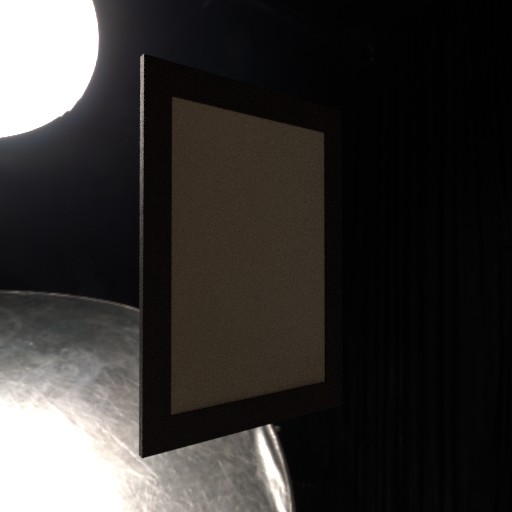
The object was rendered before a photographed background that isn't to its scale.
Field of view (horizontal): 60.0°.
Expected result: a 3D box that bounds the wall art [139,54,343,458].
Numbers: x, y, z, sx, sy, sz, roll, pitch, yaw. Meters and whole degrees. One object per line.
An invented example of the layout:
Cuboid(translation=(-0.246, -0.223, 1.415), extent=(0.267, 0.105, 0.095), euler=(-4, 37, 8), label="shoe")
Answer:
Cuboid(translation=(0.000, 0.000, 0.666), extent=(0.359, 0.508, 0.013), euler=(1, -1, -36), label="wall art")
